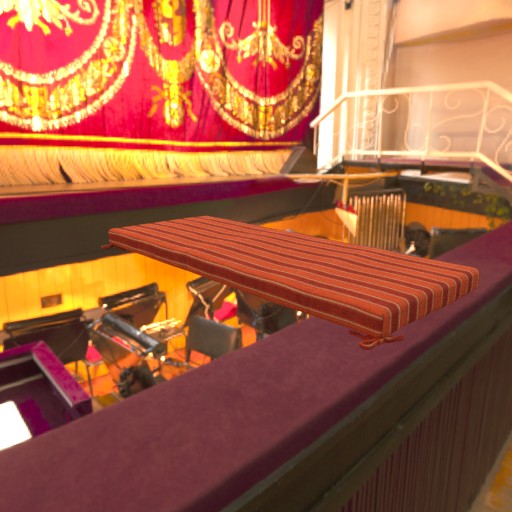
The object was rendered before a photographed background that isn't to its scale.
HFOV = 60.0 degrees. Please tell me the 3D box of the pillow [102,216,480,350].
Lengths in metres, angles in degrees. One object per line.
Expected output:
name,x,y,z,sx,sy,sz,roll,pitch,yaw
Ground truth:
pillow,0.000,0.000,1.362,0.492,0.081,1.187,-13,19,-42
